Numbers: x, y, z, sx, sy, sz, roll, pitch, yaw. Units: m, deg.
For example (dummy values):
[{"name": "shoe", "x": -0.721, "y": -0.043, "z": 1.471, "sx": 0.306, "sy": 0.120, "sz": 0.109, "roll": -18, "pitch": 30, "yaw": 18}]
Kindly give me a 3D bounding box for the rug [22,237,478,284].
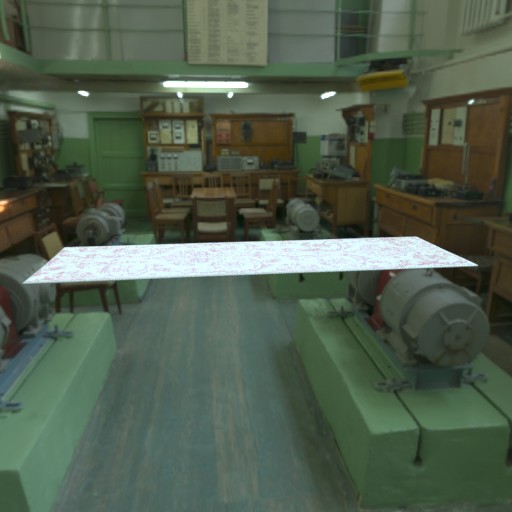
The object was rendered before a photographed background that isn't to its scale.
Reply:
[{"name": "rug", "x": 0.000, "y": 0.000, "z": 2.433, "sx": 2.196, "sy": 0.011, "sz": 0.662, "roll": -2, "pitch": 15, "yaw": -7}]
